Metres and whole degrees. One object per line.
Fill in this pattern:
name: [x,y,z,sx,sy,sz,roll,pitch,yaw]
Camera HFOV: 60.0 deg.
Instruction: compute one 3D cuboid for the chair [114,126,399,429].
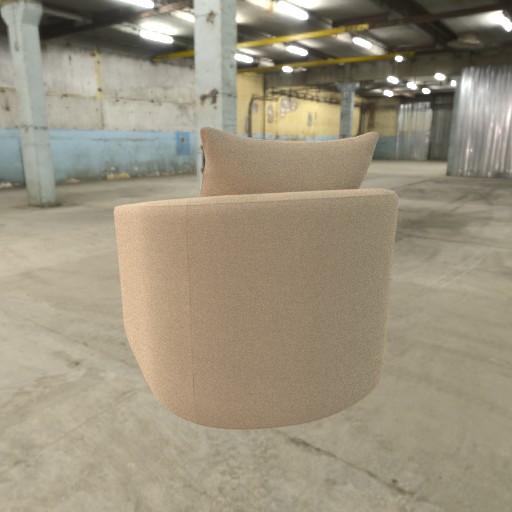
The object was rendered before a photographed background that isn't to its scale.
chair: [0.000,0.000,1.569,0.845,0.848,0.910,-6,15,-24]
